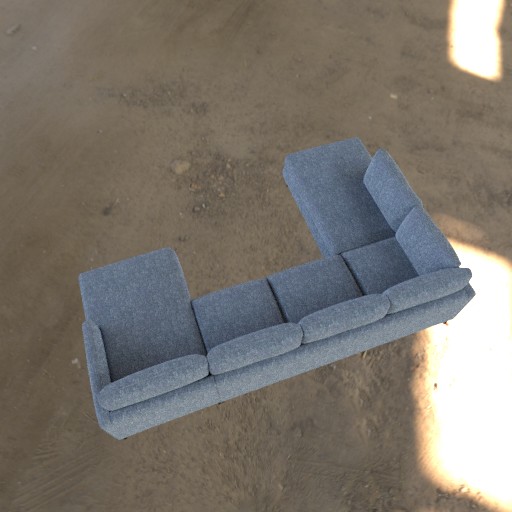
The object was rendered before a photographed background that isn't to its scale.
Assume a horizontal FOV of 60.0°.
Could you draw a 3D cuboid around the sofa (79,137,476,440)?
[{"bbox_3d":[0.000,0.000,3.524,2.737,0.756,1.879,-17,60,-10],"label":"sofa"}]
